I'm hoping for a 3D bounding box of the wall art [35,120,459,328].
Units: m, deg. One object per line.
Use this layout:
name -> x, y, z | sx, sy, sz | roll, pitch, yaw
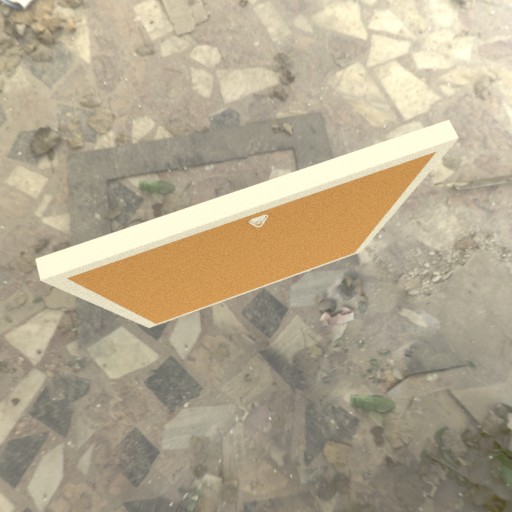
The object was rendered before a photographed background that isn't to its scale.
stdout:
wall art -> 0.000, 0.000, 1.129 | 0.761, 0.762, 0.050 | -19, 76, -5
